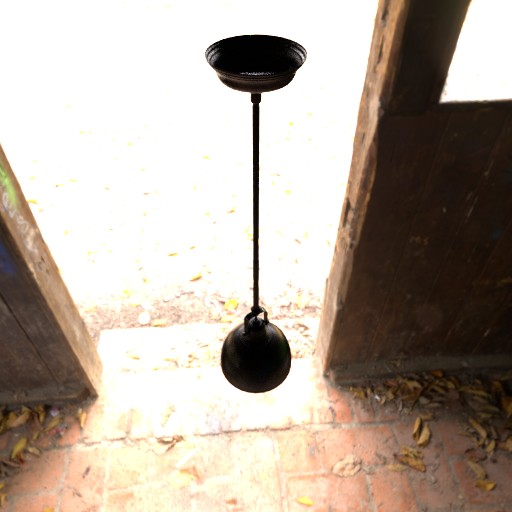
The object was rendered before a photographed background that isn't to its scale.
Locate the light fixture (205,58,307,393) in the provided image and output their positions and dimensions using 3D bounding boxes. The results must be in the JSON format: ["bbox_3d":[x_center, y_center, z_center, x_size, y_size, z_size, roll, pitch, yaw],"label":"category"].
[{"bbox_3d":[0.000,0.000,0.860,0.182,0.768,0.182,-25,51,-23],"label":"light fixture"}]
